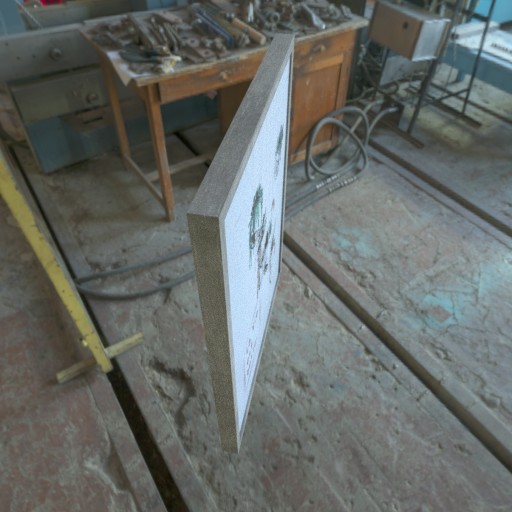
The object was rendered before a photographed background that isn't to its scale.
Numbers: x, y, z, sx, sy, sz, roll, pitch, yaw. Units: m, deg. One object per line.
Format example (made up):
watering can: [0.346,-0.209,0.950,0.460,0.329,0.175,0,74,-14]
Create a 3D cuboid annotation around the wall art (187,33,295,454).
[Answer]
wall art: [0.000,0.000,0.701,0.032,0.521,0.421,9,46,8]
